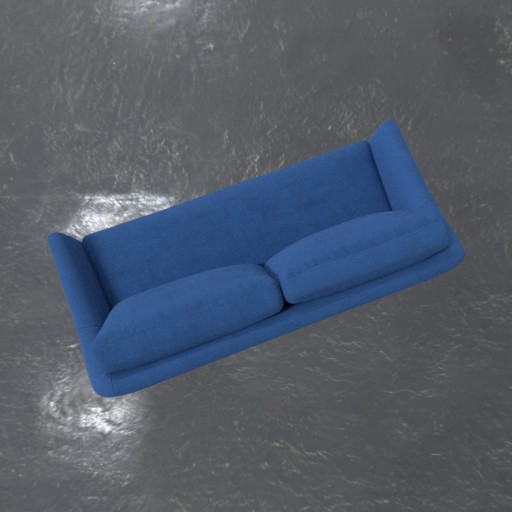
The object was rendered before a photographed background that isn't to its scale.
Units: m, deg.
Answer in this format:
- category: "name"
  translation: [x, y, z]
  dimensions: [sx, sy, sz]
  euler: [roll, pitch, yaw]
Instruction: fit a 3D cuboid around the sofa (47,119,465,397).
- category: "sofa"
  translation: [0.000, 0.000, 2.470]
  dimensions: [2.036, 0.903, 0.960]
  euler: [-20, 76, -5]
